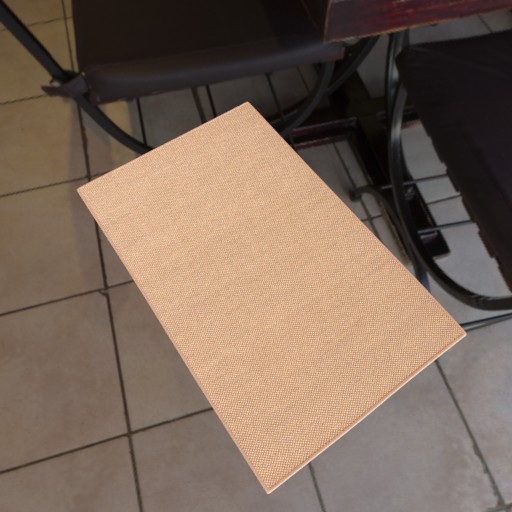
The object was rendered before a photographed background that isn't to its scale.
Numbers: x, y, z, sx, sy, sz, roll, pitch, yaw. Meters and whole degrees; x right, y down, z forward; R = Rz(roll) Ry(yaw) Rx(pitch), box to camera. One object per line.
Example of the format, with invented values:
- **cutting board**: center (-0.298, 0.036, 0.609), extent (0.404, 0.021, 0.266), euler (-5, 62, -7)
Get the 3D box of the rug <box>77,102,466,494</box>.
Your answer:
- **rug**: center (0.000, 0.000, 2.087), extent (1.067, 0.013, 1.676), euler (-32, 67, -15)
